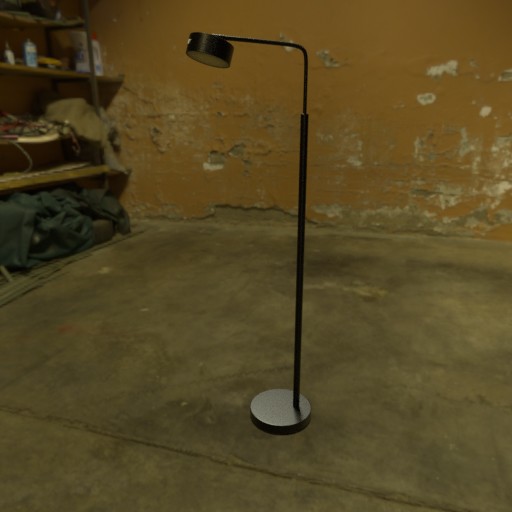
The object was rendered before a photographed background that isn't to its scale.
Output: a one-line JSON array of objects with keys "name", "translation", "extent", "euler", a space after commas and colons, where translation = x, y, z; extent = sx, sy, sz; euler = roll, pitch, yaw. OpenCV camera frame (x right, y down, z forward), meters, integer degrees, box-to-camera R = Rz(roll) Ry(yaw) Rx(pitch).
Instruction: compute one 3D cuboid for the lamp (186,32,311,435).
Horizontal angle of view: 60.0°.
[{"name": "lamp", "translation": [0.000, 0.000, 1.387], "extent": [0.418, 1.230, 0.219], "euler": [-8, 18, -26]}]
